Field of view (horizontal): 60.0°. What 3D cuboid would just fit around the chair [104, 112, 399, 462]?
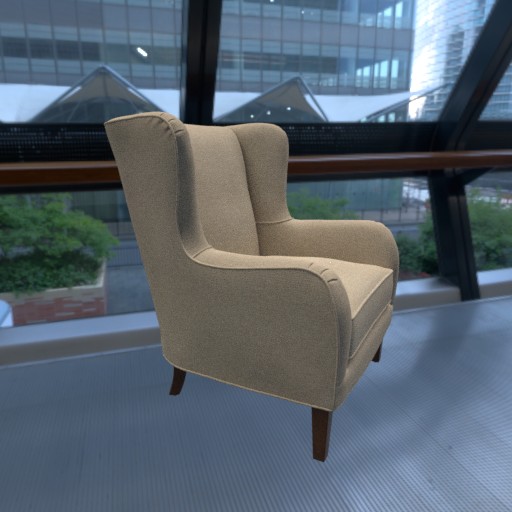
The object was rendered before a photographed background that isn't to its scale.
[{"bbox_3d":[0.000,0.000,1.735,0.966,1.040,0.838,7,15,27],"label":"chair"}]
